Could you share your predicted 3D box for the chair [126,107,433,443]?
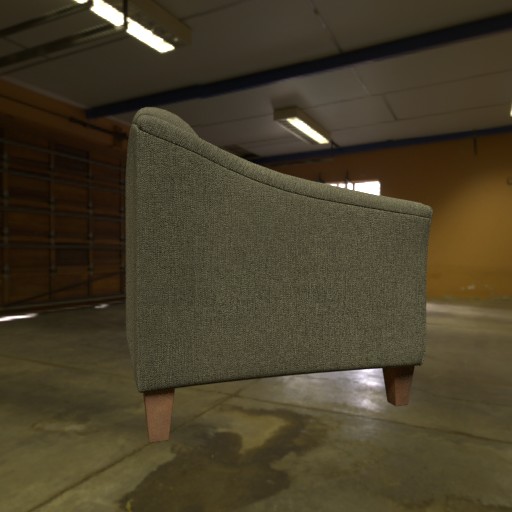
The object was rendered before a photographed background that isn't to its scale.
[{"bbox_3d":[0.000,0.000,1.429,0.787,0.839,0.763,0,0,-18],"label":"chair"}]
